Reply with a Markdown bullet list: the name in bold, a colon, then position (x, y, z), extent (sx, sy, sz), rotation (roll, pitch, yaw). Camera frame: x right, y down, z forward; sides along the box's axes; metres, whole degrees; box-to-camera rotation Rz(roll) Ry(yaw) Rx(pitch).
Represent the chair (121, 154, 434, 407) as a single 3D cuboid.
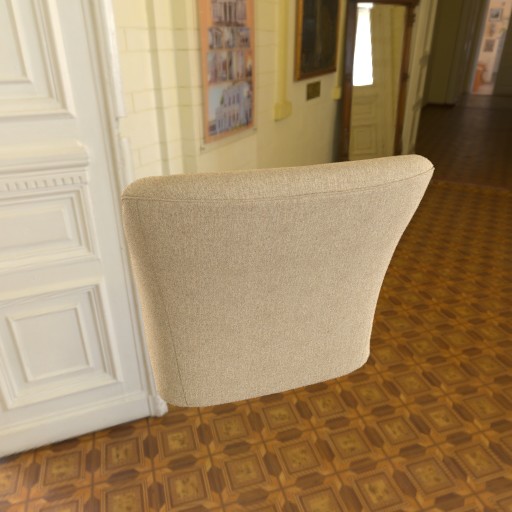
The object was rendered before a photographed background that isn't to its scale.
- **chair**: position (0.000, 0.000, 1.578), extent (0.864, 0.856, 0.923), rotation (-8, 28, -15)
